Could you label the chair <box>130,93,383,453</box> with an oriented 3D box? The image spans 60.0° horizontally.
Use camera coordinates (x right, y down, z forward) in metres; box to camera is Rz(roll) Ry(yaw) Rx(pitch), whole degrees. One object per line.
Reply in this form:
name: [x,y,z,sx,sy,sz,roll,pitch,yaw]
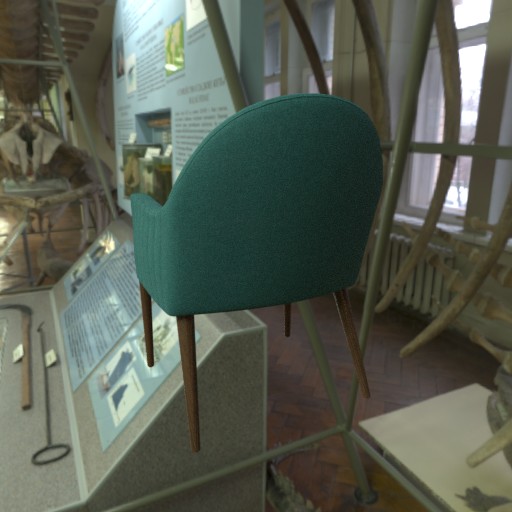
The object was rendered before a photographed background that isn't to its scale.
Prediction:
chair: [0.000,0.000,1.388,0.656,0.907,0.652,-7,16,-25]
